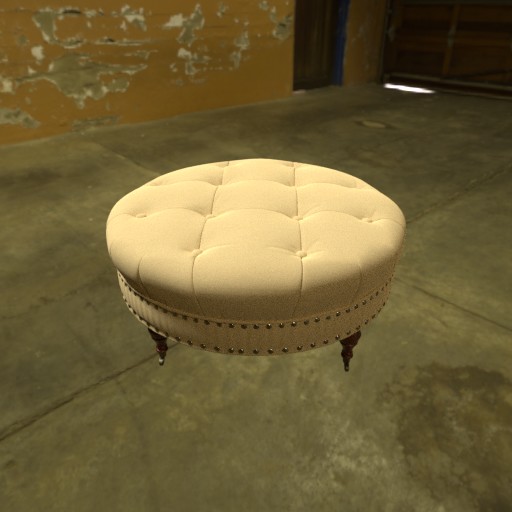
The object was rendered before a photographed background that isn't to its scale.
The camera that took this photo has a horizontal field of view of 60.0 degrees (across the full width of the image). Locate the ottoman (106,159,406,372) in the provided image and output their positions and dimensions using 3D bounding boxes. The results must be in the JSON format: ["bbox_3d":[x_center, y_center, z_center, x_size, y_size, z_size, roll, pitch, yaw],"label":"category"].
[{"bbox_3d":[0.000,0.000,1.418,0.901,0.439,0.901,0,28,0],"label":"ottoman"}]
